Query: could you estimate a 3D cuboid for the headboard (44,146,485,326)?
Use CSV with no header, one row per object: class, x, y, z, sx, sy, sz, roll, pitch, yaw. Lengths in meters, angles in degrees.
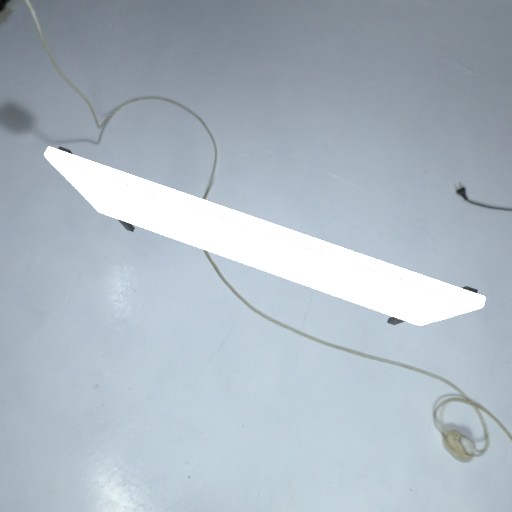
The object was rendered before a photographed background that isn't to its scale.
headboard,0.000,0.000,2.909,2.362,1.410,0.120,19,76,5
